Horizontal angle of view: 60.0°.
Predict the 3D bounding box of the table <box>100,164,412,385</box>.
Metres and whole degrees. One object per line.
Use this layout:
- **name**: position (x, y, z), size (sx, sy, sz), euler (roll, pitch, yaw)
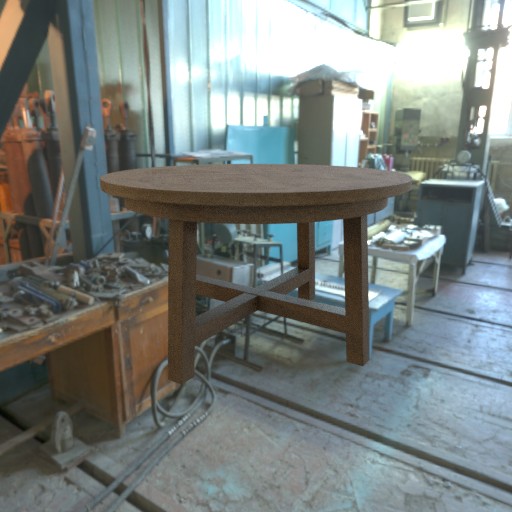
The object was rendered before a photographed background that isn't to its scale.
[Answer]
- **table**: position (0.000, 0.000, 2.077), size (1.319, 0.762, 1.319), euler (0, 15, 0)
